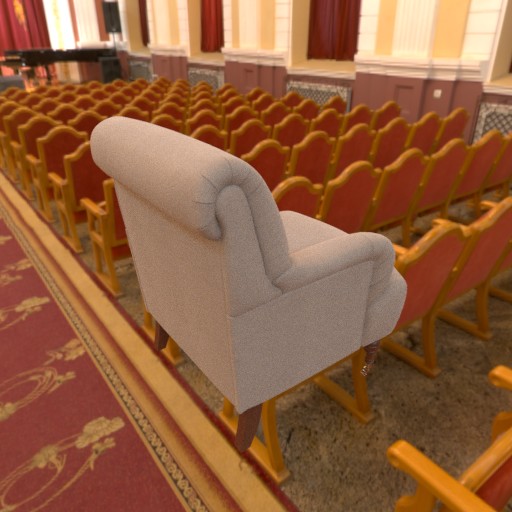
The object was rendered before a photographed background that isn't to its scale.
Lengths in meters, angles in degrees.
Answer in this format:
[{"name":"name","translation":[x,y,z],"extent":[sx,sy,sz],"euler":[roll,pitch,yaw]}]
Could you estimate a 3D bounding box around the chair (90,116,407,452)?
[{"name":"chair","translation":[0.000,0.000,1.565],"extent":[0.842,0.942,0.766],"euler":[-18,32,-32]}]
